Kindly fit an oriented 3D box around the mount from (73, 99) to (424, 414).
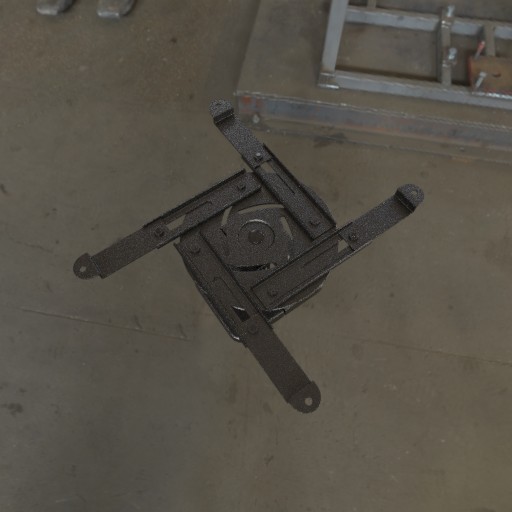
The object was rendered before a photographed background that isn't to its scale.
[{"bbox_3d":[0.000,0.000,0.578,0.394,0.141,0.394,-32,68,-15],"label":"mount"}]
